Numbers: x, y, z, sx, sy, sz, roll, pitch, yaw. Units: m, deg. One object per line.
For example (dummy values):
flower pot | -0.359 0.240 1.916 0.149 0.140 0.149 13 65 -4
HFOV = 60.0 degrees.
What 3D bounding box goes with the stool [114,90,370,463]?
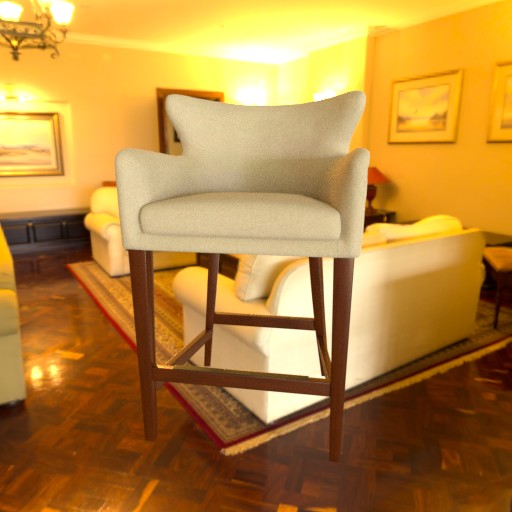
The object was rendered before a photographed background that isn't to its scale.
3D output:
stool | 0.000 0.000 1.325 0.601 0.951 0.570 2 14 10
